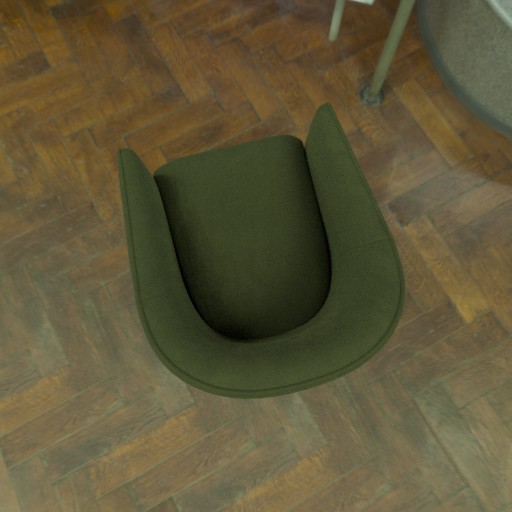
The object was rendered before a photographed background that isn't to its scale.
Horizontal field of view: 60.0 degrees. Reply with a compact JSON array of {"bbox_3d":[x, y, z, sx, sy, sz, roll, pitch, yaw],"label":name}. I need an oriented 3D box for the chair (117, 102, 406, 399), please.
[{"bbox_3d":[0.000,0.000,1.479,0.747,0.799,0.875,-14,74,-4],"label":"chair"}]
